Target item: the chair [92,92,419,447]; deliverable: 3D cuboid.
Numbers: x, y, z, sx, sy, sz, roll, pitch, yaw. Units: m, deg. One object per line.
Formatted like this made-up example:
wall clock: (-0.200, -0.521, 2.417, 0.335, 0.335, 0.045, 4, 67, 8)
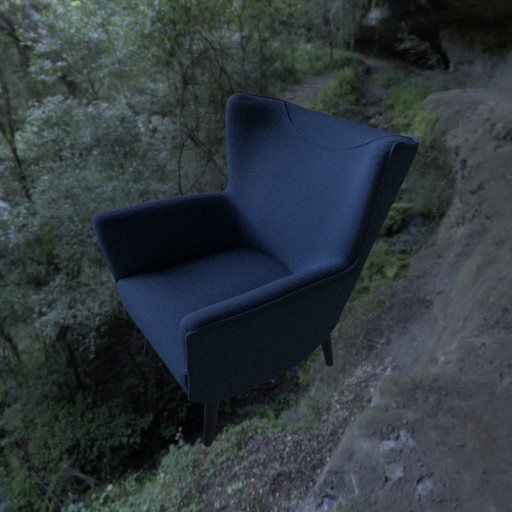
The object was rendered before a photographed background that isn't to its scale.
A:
chair: (0.000, 0.000, 1.549, 0.888, 0.933, 0.781, -20, 37, -29)
